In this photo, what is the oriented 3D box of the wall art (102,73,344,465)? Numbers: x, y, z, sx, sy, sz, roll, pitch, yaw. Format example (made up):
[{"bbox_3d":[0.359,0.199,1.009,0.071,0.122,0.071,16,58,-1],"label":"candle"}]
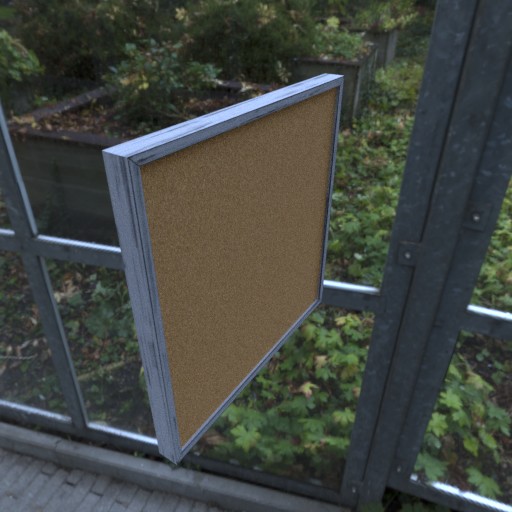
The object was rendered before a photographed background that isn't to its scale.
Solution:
[{"bbox_3d":[0.000,0.000,0.753,0.038,0.506,0.506,20,37,28],"label":"wall art"}]
